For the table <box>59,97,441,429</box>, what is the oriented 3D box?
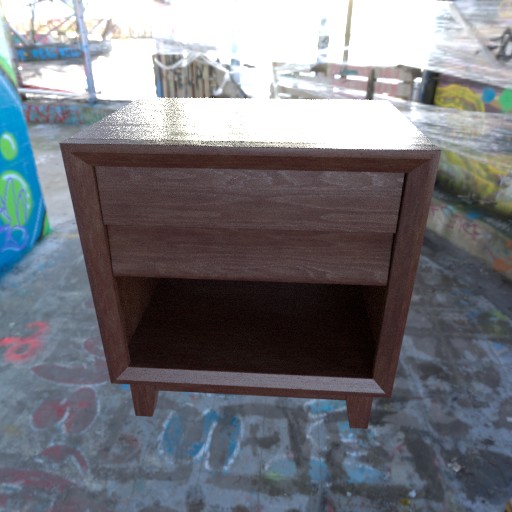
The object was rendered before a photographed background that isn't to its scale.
[{"bbox_3d":[0.000,0.000,0.987,0.557,0.609,0.449,2,29,3],"label":"table"}]
